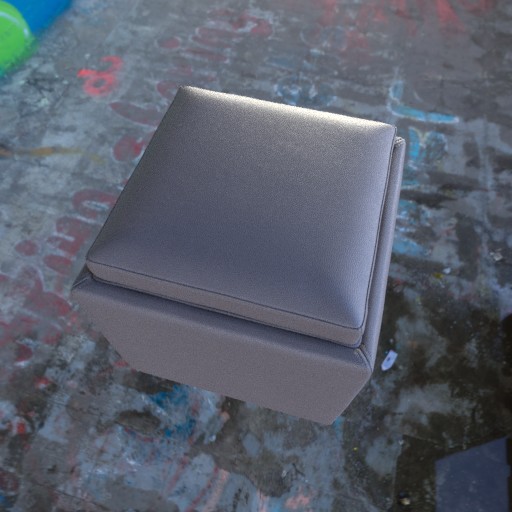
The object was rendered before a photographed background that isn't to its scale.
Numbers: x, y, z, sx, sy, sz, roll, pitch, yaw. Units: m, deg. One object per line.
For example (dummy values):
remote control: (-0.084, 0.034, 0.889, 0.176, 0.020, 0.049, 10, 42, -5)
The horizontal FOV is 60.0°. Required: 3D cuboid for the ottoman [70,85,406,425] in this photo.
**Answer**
ottoman: (0.000, 0.000, 0.839, 0.451, 0.460, 0.450, 13, 60, 8)
